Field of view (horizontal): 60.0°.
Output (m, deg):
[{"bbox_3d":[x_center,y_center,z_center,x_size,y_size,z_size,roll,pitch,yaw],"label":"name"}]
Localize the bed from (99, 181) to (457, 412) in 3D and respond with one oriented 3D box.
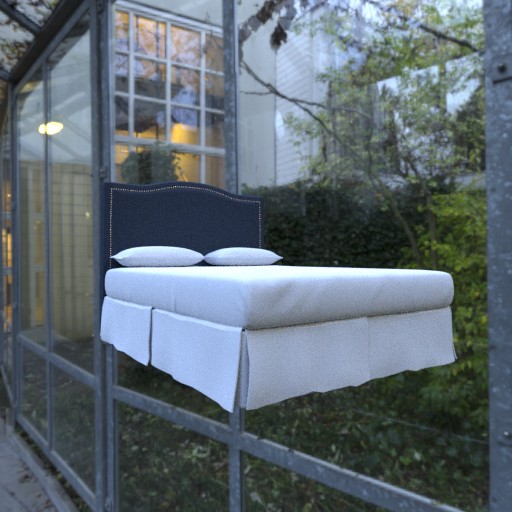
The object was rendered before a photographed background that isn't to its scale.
[{"bbox_3d":[0.000,0.000,3.399,1.821,1.436,2.282,0,0,-35],"label":"bed"}]
